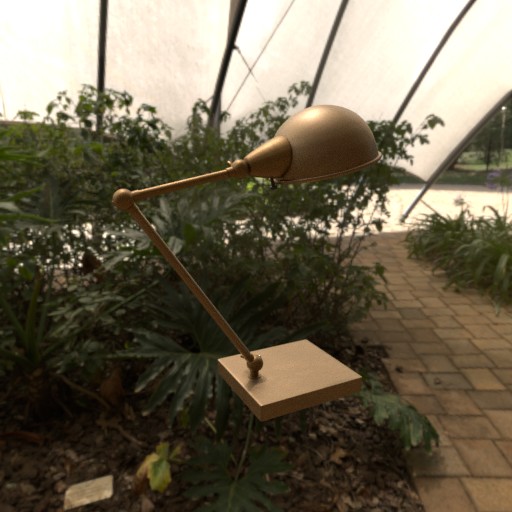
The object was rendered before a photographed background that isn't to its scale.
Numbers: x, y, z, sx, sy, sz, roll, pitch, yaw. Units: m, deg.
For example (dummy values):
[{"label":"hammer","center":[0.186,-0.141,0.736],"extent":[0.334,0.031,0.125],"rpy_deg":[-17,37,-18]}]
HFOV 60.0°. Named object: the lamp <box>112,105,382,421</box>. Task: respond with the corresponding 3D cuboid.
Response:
[{"label":"lamp","center":[0.000,0.000,0.559],"extent":[0.339,0.371,0.149],"rpy_deg":[-7,15,-26]}]
